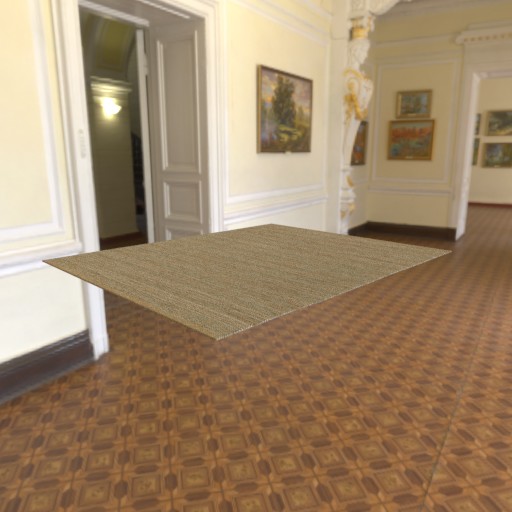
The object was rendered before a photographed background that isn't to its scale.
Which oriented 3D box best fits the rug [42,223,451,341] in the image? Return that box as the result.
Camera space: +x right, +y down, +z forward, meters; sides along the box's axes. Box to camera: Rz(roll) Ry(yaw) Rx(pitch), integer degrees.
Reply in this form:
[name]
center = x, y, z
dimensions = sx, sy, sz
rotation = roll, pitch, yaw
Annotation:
[rug]
center = 0.000, 0.000, 4.208
dimensions = 3.034, 0.012, 2.471
rotation = -13, 18, -43
